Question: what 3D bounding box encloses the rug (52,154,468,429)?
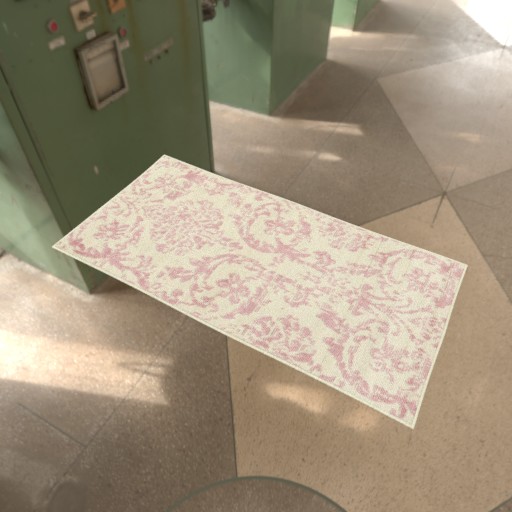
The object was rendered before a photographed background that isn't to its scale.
[{"bbox_3d":[0.000,0.000,1.446,1.219,0.007,0.604,23,52,19],"label":"rug"}]
